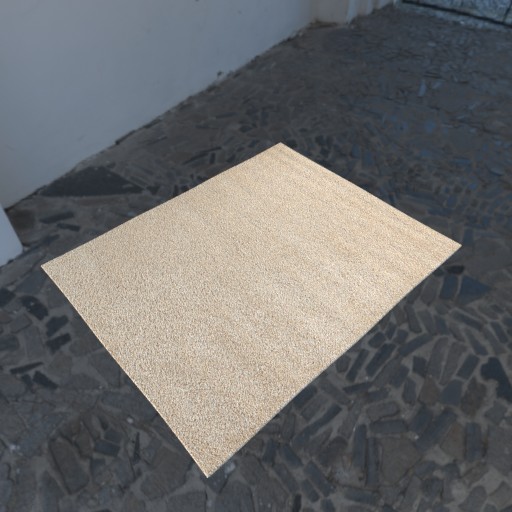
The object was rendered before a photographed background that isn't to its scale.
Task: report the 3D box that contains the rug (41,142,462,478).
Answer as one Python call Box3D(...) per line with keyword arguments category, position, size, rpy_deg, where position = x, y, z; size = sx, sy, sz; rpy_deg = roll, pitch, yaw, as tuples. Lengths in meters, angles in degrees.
Box3D(category="rug", position=(0.000, 0.000, 4.044), size=(3.000, 0.026, 2.400), rpy_deg=(-33, 55, -28))
